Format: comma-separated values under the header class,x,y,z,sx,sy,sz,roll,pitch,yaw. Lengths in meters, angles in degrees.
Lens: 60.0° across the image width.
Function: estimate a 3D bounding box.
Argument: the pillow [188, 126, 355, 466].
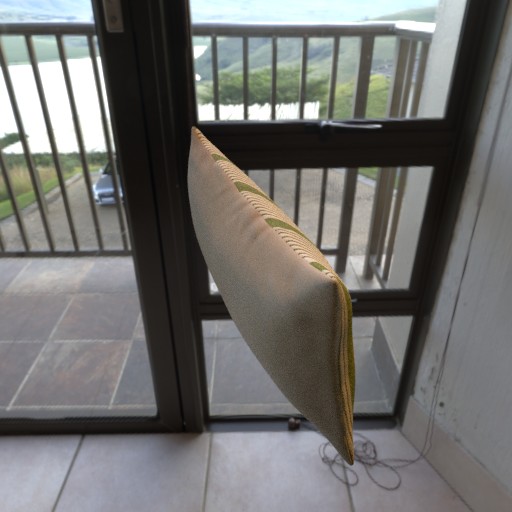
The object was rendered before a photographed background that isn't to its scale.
class,x,y,z,sx,sy,sz,roll,pitch,yaw
pillow,0.000,0.000,0.726,0.156,0.292,0.608,-10,32,-16
